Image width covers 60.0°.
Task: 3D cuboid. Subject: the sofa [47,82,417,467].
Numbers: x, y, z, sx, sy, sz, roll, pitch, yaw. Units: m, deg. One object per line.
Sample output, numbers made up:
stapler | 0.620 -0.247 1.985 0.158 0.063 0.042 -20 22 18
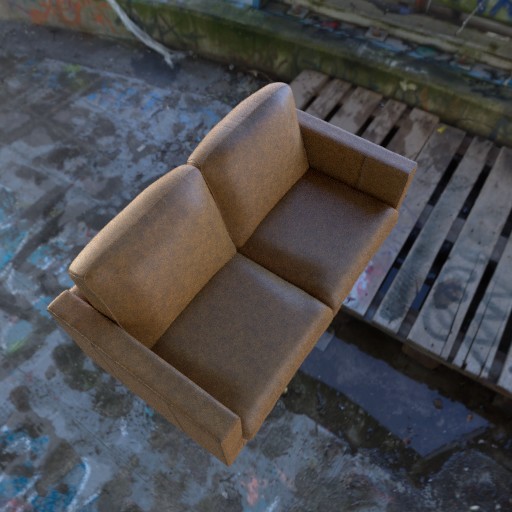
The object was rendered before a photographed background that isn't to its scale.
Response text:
sofa | 0.000 0.000 2.116 0.909 0.951 1.578 31 62 18
